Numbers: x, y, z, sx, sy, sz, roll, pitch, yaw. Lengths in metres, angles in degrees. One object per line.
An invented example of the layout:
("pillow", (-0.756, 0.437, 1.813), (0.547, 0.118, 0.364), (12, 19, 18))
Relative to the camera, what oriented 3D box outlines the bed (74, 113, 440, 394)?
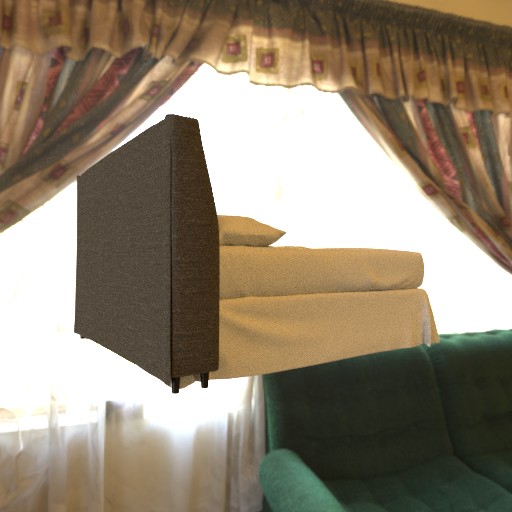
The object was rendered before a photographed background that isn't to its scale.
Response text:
("bed", (0.000, 0.000, 3.449), (2.276, 1.332, 1.925), (1, -1, -34))
